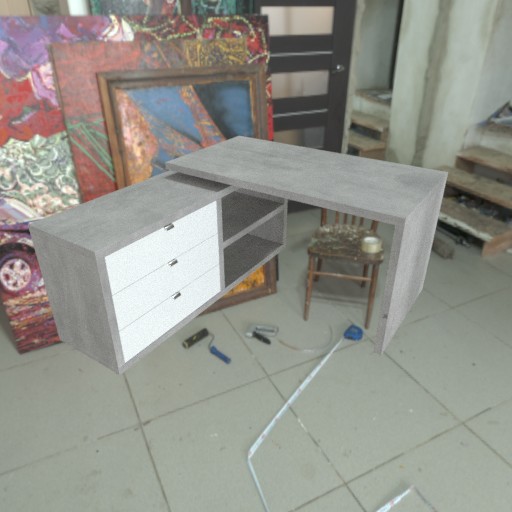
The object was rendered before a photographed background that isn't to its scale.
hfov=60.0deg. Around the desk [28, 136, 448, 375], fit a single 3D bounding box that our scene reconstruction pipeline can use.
[{"bbox_3d":[0.000,0.000,2.284,1.400,0.740,1.500,18,34,29],"label":"desk"}]
